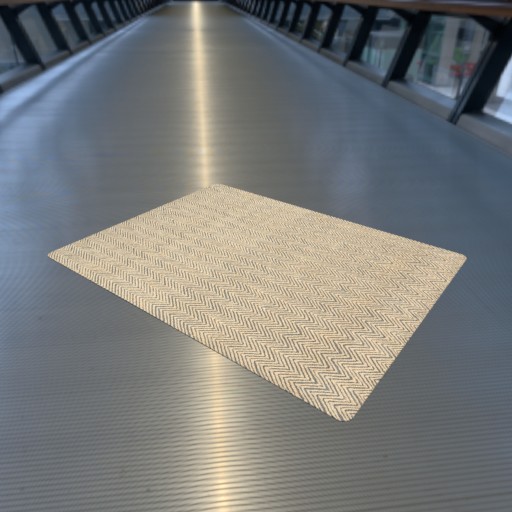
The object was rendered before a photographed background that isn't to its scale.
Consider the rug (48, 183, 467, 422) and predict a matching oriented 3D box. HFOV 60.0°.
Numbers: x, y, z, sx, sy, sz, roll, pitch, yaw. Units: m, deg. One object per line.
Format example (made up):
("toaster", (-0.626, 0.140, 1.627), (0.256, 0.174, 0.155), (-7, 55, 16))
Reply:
("rug", (0.000, 0.000, 4.217), (3.207, 0.014, 2.439), (21, 36, 32))
